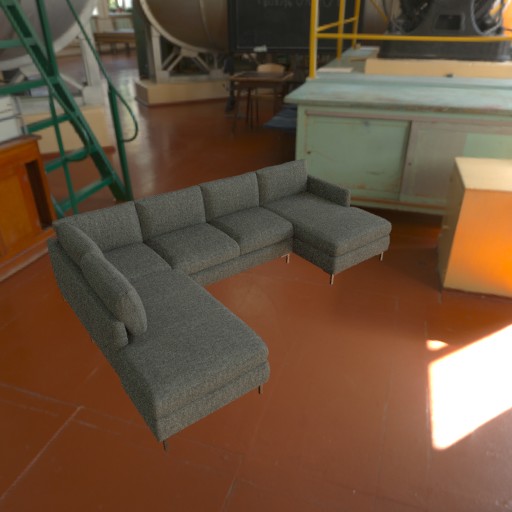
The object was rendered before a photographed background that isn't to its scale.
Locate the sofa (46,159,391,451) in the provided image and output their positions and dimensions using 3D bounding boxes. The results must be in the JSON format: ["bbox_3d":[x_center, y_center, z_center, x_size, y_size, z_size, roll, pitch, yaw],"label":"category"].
[{"bbox_3d":[0.000,0.000,3.580,2.737,0.756,1.879,-21,35,-32],"label":"sofa"}]
